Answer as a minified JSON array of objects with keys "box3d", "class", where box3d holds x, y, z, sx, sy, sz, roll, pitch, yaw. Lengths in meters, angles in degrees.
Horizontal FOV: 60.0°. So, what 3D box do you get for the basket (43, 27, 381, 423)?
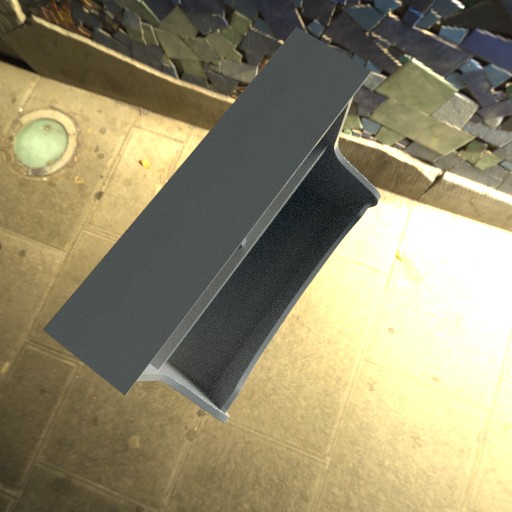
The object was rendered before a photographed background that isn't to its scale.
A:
[{"box3d":[0.000,0.000,1.114,0.350,0.600,0.780,35,78,9],"class":"basket"}]
